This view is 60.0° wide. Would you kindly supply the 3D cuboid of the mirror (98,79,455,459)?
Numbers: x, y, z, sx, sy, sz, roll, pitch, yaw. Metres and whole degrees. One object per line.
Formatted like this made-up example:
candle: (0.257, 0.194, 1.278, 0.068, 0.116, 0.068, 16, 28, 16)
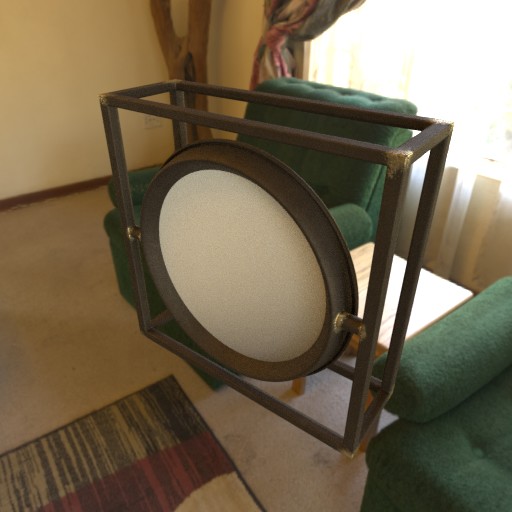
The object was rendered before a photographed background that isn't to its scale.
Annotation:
mirror: (0.000, 0.000, 0.463, 0.306, 0.303, 0.107, 21, 37, 31)
